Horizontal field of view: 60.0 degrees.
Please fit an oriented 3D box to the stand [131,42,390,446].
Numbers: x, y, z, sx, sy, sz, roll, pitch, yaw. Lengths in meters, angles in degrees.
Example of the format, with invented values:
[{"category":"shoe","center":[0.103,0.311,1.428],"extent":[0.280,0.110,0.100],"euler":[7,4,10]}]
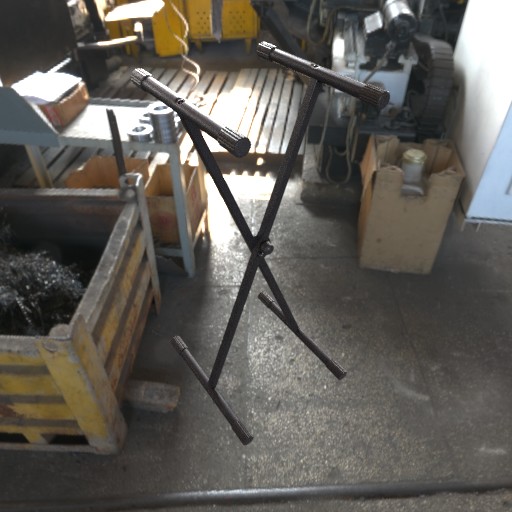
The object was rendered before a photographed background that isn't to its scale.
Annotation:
[{"category":"stand","center":[0.000,0.000,1.196],"extent":[0.409,0.940,0.449],"euler":[-25,47,-26]}]
